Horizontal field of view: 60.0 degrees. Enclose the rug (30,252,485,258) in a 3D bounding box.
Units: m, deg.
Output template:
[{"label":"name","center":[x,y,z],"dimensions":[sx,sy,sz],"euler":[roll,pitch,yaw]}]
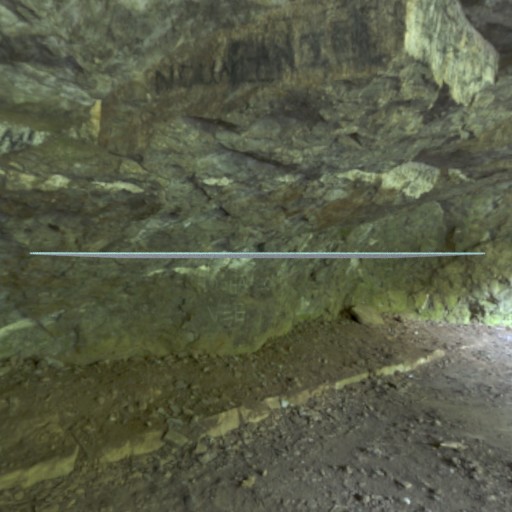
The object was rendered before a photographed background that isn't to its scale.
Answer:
[{"label":"rug","center":[0.000,0.000,2.963],"dimensions":[2.284,0.008,1.522],"euler":[0,-1,-1]}]
